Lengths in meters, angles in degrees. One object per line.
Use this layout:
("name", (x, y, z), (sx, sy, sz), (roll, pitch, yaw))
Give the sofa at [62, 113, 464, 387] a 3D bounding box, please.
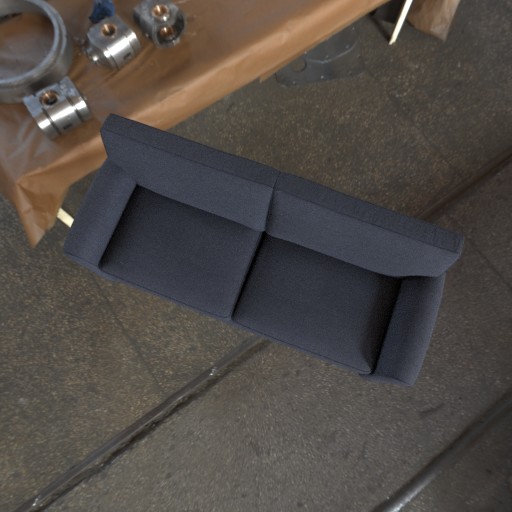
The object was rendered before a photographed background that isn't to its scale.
("sofa", (0.000, 0.000, 2.951), (2.391, 1.026, 0.954), (20, 76, 5))
